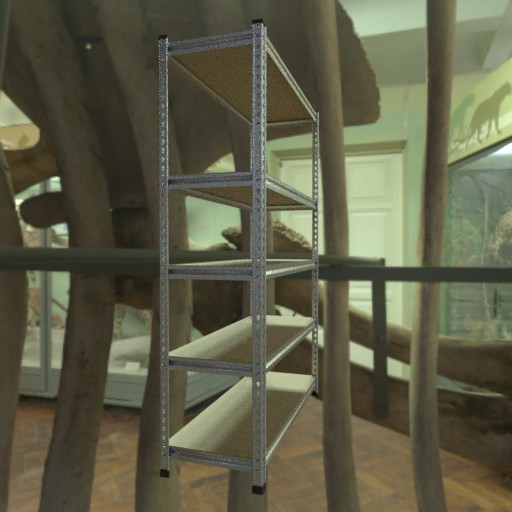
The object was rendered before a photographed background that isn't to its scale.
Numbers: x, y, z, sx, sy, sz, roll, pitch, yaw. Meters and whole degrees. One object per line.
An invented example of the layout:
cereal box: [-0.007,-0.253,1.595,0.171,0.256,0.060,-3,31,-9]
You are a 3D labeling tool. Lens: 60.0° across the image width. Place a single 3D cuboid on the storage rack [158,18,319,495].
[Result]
storage rack: [0.000,0.000,2.347,0.457,1.829,1.219,0,1,18]
